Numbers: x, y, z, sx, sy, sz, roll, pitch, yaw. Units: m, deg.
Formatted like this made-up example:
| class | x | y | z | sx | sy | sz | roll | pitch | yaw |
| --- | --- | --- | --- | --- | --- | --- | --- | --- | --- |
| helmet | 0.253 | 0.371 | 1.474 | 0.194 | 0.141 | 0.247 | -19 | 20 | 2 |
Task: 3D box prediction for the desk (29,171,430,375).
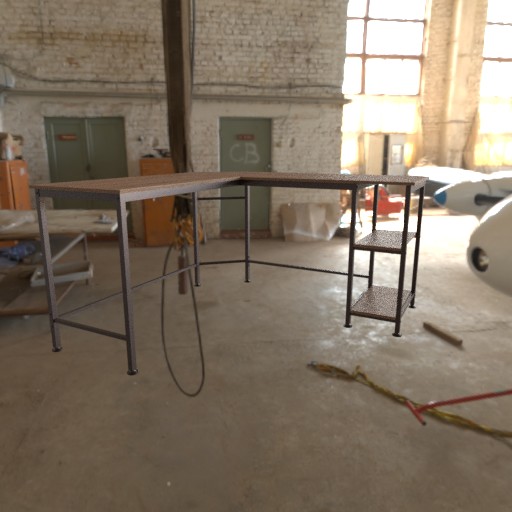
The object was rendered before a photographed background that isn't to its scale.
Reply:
| class | x | y | z | sx | sy | sz | roll | pitch | yaw |
| --- | --- | --- | --- | --- | --- | --- | --- | --- | --- |
| desk | 0.000 | 0.000 | 2.184 | 1.379 | 0.739 | 1.379 | 7 | 15 | 27 |
